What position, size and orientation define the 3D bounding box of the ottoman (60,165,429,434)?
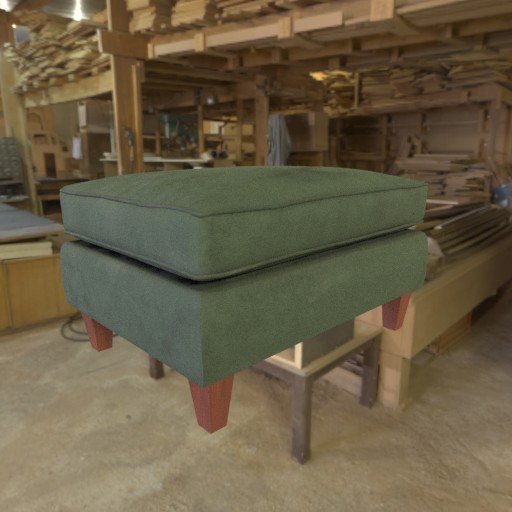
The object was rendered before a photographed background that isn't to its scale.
[{"bbox_3d":[0.000,0.000,1.259,0.864,0.495,0.632,-13,19,-42],"label":"ottoman"}]
